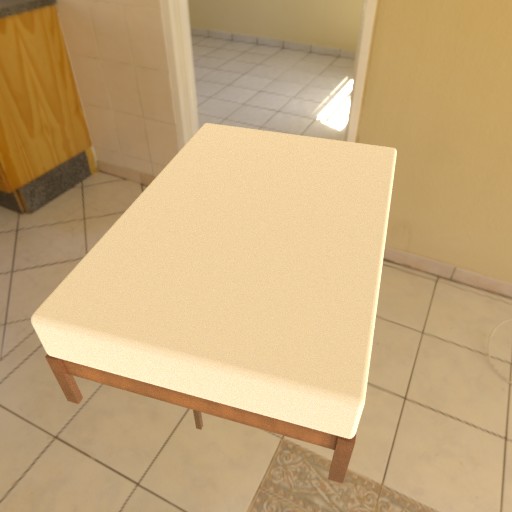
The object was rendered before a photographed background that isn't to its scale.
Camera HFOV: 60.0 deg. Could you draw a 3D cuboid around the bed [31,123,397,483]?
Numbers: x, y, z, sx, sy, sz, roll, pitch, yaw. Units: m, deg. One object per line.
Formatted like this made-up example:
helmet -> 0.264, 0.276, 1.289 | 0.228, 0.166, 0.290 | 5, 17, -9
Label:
bed -> 0.000, 0.000, 2.520 | 1.348, 0.616, 1.927 | 11, 42, 13
